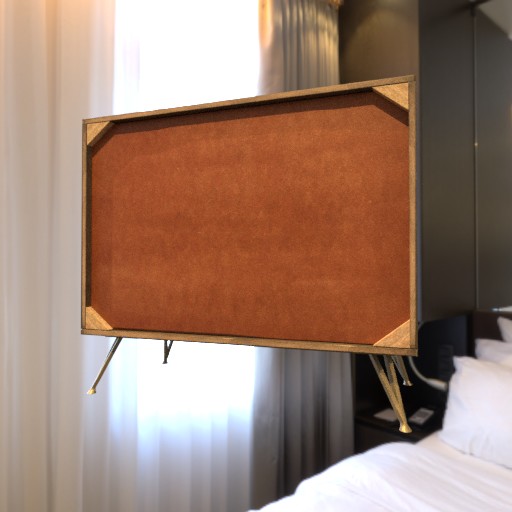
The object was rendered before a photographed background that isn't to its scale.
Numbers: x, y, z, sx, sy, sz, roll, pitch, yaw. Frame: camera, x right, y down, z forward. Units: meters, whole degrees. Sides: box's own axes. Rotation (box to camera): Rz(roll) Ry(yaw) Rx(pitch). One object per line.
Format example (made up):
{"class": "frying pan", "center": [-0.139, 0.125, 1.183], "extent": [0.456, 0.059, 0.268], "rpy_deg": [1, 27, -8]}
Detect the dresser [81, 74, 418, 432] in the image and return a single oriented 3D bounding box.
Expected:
{"class": "dresser", "center": [0.000, 0.000, 1.355], "extent": [0.923, 0.801, 0.453], "rpy_deg": [0, -1, 20]}
